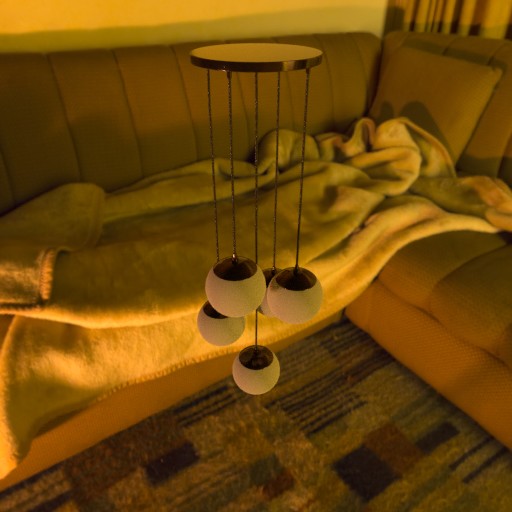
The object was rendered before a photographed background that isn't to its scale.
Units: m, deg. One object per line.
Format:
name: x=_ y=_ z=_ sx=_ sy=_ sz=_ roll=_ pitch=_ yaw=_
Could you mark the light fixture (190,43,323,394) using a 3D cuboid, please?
light fixture: x=0.000 y=0.000 z=1.503 sx=0.484 sy=1.271 sz=0.489 roll=21 pitch=38 yaw=30
